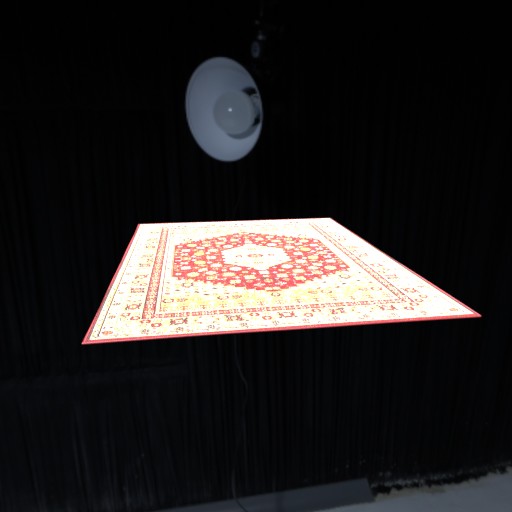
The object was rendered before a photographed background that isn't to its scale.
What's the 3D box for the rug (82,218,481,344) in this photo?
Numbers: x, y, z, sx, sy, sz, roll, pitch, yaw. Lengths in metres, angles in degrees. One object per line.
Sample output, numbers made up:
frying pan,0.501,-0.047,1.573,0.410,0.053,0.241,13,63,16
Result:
rug,0.000,0.000,4.037,2.387,0.013,3.053,-2,17,-8
